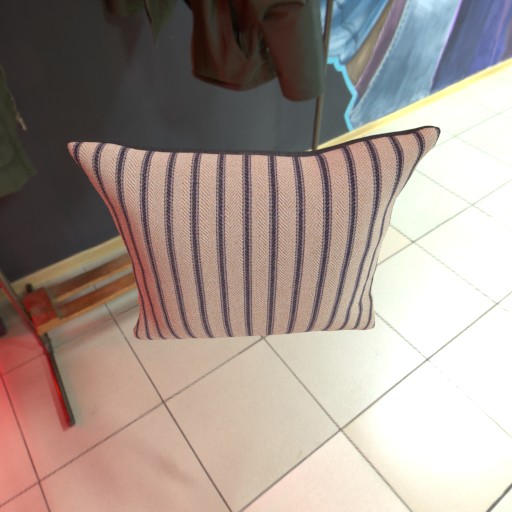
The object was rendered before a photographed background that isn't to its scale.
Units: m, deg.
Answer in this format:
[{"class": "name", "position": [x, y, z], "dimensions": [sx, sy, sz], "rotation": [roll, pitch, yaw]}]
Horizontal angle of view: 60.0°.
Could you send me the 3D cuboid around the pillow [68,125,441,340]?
[{"class": "pillow", "position": [0.000, 0.000, 0.706], "dimensions": [0.468, 0.444, 0.138], "rotation": [-2, 48, -2]}]
